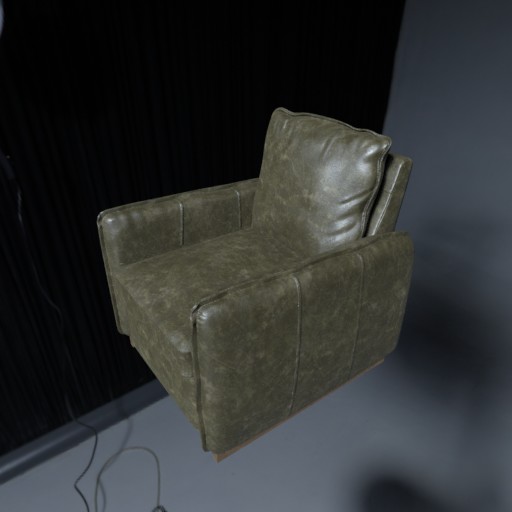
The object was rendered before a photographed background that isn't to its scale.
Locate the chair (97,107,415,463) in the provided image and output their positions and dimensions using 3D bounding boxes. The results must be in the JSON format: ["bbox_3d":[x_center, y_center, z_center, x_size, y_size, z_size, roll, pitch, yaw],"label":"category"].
[{"bbox_3d":[0.000,0.000,1.641,0.921,0.921,0.830,-19,35,-31],"label":"chair"}]
